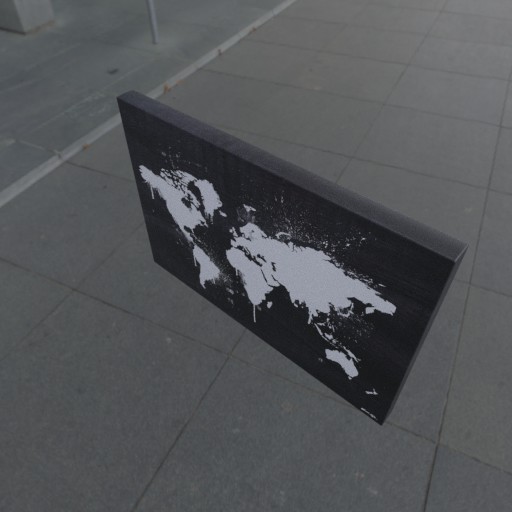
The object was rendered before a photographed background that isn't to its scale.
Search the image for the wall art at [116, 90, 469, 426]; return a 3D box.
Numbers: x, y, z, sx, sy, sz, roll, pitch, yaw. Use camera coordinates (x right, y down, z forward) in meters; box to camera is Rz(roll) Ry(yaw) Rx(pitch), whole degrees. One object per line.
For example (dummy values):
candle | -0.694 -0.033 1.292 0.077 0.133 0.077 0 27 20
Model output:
wall art | 0.000 0.000 0.777 0.610 0.409 0.038 32 53 28
